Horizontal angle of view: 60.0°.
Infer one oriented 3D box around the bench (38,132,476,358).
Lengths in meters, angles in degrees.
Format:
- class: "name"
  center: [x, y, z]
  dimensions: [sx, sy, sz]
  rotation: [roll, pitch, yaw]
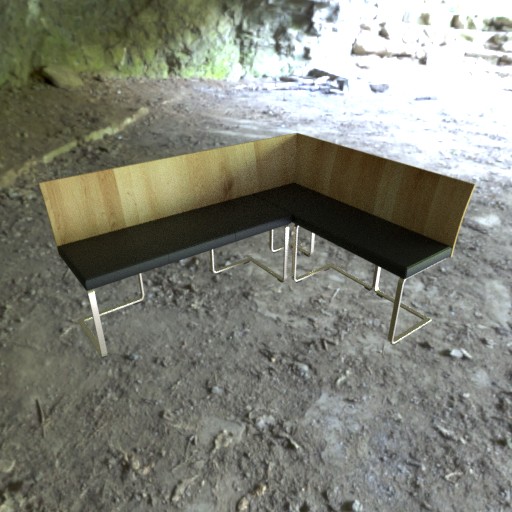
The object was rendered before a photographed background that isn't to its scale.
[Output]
- class: "bench"
  center: [0.000, 0.000, 2.706]
  dimensions: [1.945, 0.930, 1.495]
  rotation: [-20, 35, -32]
